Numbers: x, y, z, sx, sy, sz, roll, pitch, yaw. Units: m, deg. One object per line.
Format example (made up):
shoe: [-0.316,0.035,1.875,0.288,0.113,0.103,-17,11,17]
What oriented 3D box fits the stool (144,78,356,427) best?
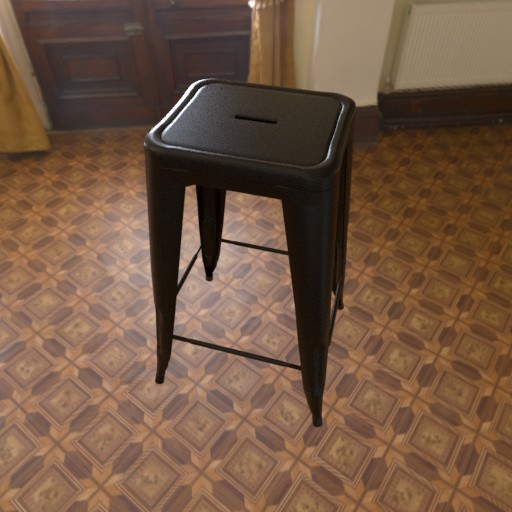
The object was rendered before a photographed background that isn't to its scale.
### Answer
stool: [0.000,0.000,0.906,0.455,0.609,0.423,3,45,3]
